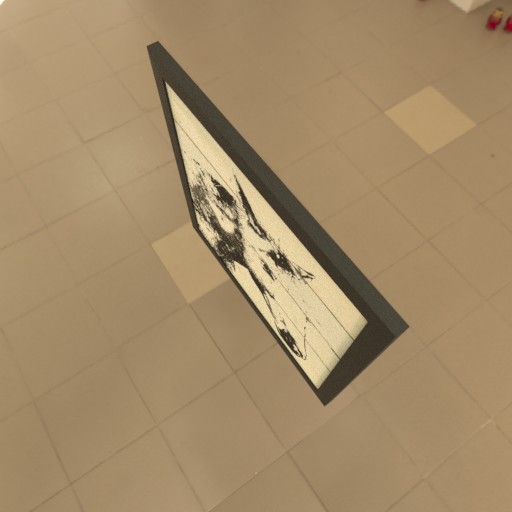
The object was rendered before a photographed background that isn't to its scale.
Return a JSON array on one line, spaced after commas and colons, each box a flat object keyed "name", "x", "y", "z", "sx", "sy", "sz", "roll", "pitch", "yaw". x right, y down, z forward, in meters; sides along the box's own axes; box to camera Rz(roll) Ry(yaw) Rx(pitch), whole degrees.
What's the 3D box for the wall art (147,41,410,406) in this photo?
[{"name": "wall art", "x": 0.000, "y": 0.000, "z": 1.518, "sx": 0.038, "sy": 1.016, "sz": 1.016, "roll": -32, "pitch": 68, "yaw": -15}]
